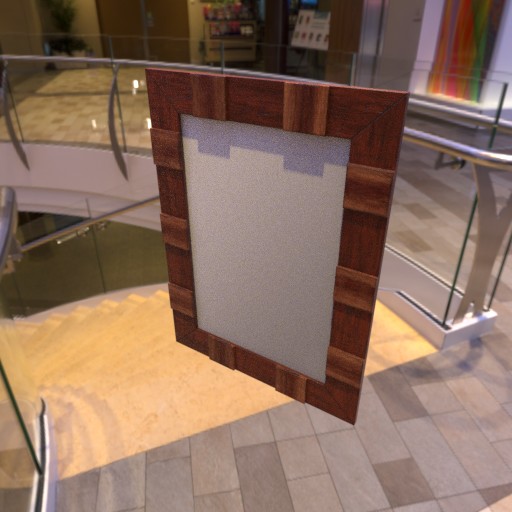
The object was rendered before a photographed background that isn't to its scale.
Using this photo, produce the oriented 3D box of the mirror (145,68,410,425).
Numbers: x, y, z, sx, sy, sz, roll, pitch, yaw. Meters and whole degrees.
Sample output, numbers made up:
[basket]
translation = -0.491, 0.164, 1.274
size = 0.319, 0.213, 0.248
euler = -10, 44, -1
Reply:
[mirror]
translation = 0.000, 0.000, 1.074
size = 0.600, 0.805, 0.021
euler = 18, 34, 28
